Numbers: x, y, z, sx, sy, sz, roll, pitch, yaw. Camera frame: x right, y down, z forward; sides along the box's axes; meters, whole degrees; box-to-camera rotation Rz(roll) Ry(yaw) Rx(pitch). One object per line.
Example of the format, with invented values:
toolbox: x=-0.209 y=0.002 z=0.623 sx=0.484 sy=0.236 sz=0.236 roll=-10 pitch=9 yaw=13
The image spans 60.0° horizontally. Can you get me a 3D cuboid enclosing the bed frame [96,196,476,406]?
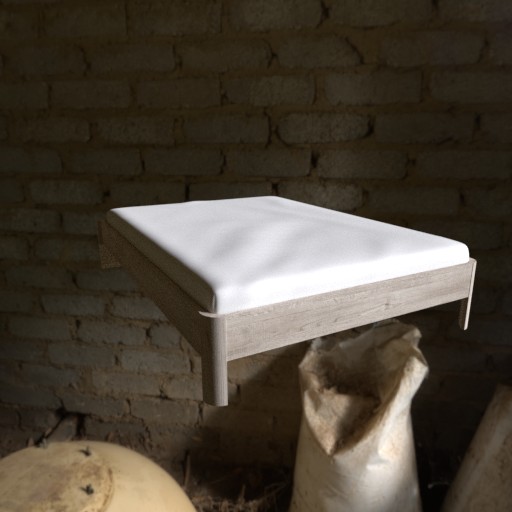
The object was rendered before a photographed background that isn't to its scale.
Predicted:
bed frame: x=0.000 y=0.000 z=2.673 sx=1.490 sy=0.462 sz=1.950 roll=-9 pitch=18 yaw=-28
